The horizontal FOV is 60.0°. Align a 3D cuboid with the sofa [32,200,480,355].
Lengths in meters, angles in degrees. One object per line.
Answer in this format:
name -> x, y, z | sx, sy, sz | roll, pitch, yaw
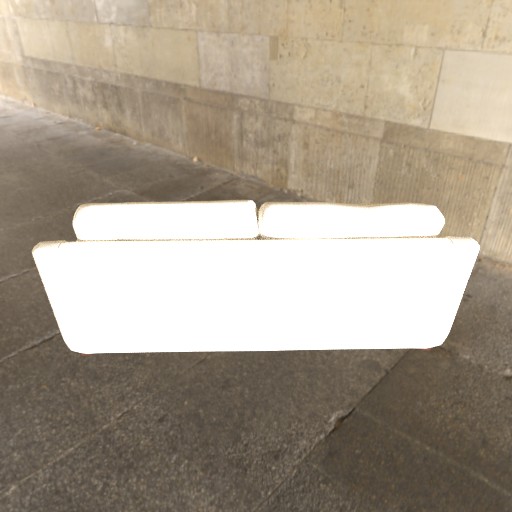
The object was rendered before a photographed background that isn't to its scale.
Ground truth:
sofa -> 0.000, 0.000, 3.012 | 2.470, 1.022, 1.009 | -1, 31, -1
